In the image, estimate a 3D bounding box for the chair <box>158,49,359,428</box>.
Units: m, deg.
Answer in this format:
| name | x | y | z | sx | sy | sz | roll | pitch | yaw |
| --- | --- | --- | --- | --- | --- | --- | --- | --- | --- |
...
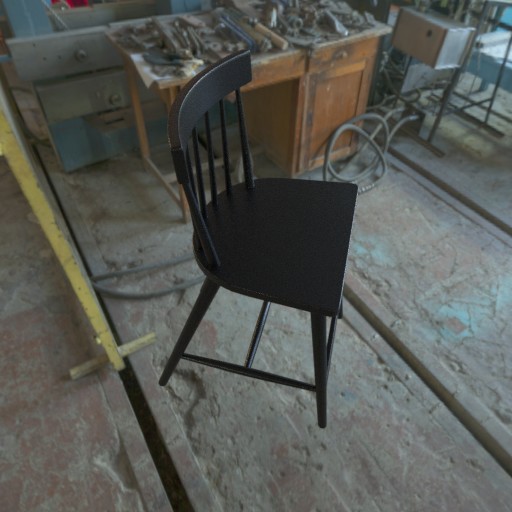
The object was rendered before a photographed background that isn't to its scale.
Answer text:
| name | x | y | z | sx | sy | sz | roll | pitch | yaw |
| --- | --- | --- | --- | --- | --- | --- | --- | --- | --- |
| chair | 0.000 | 0.000 | 1.257 | 0.572 | 0.952 | 0.483 | 10 | 46 | 10 |
